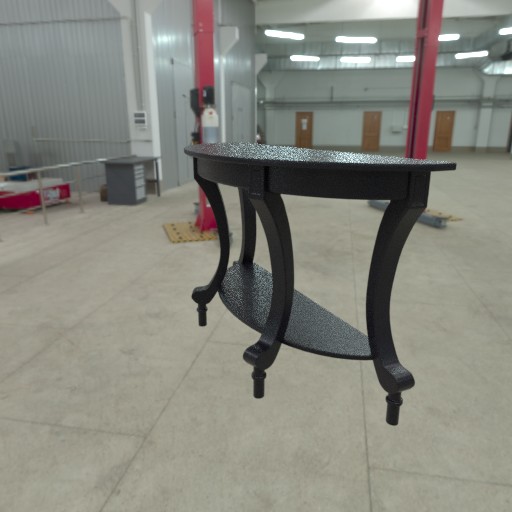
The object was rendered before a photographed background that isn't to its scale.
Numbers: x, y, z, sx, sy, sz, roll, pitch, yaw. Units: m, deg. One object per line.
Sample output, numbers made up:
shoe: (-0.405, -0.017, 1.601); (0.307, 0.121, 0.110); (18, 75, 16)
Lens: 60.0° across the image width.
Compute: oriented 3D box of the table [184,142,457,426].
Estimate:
table: (0.000, 0.000, 1.489); (0.394, 0.692, 1.198); (-7, 18, -24)
